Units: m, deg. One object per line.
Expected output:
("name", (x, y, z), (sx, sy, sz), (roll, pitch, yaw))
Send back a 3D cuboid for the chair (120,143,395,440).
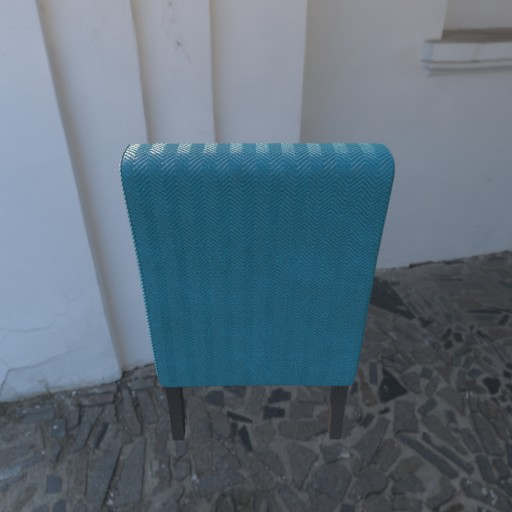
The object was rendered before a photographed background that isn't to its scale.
("chair", (0.000, 0.000, 1.446), (0.579, 0.927, 0.808), (0, 31, 0))
